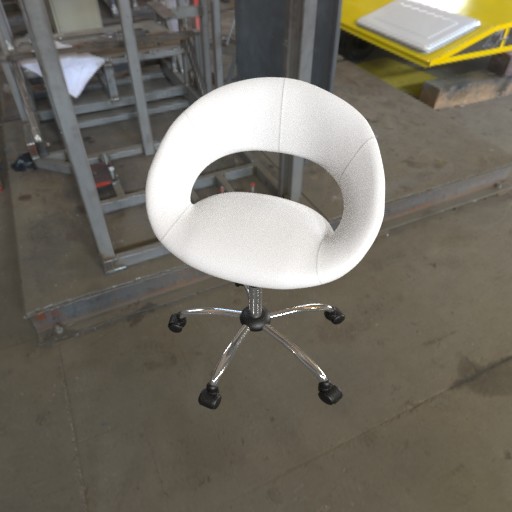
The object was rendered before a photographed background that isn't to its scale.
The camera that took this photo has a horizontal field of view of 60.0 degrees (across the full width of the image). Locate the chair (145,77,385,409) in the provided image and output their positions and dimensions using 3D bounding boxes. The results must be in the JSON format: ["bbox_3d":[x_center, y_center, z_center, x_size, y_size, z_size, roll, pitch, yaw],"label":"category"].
[{"bbox_3d":[0.000,0.000,1.192,0.612,0.791,0.538,13,44,14],"label":"chair"}]
